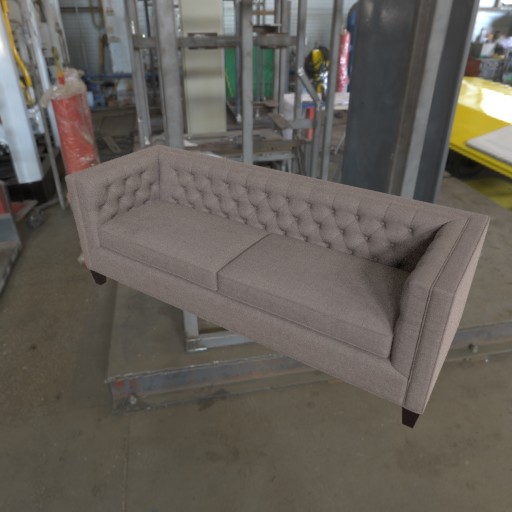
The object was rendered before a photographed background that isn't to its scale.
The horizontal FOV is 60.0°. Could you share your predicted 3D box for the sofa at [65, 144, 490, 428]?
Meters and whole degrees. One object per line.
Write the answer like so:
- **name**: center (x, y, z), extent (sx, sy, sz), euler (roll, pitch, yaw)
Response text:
- **sofa**: center (0.000, 0.000, 2.518), extent (2.159, 0.762, 0.775), euler (18, 35, 28)
